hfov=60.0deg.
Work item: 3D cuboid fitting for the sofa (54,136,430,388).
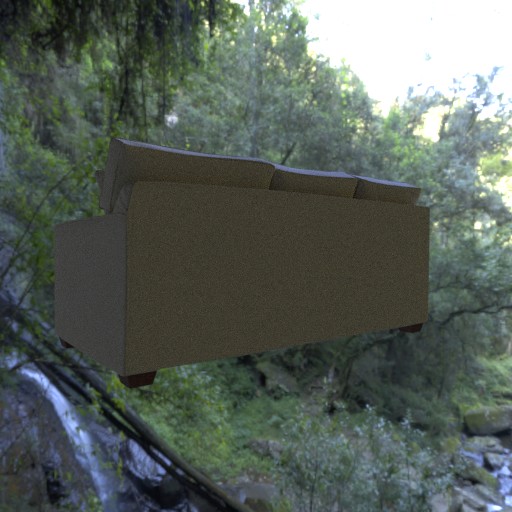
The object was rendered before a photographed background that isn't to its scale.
[{"bbox_3d":[0.000,0.000,2.549,1.963,0.946,1.034,-1,1,-37],"label":"sofa"}]
